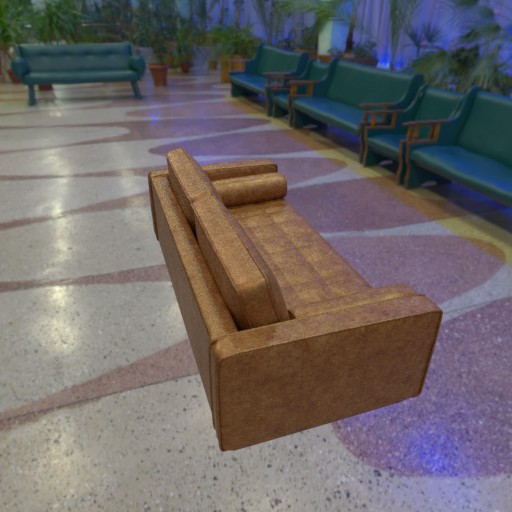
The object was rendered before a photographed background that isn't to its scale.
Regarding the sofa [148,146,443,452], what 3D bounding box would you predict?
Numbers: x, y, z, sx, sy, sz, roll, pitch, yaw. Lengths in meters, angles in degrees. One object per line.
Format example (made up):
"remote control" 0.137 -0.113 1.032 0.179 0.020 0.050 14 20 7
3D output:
"sofa" 0.000 0.000 2.445 0.924 0.825 1.920 -10 32 -16
